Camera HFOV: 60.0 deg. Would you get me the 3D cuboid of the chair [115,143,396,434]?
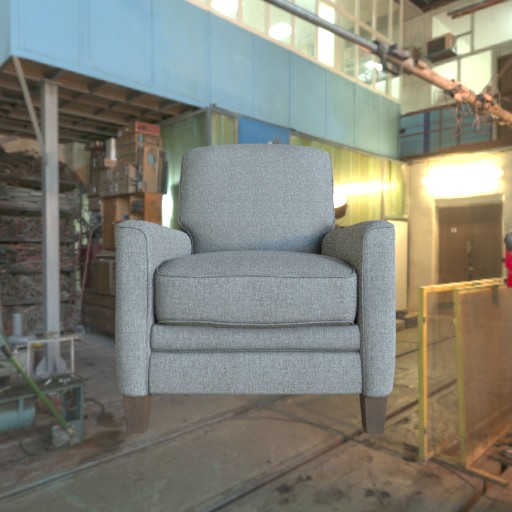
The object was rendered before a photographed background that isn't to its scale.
[{"bbox_3d":[0.000,0.000,1.643,0.848,1.014,0.864,0,1,0],"label":"chair"}]
